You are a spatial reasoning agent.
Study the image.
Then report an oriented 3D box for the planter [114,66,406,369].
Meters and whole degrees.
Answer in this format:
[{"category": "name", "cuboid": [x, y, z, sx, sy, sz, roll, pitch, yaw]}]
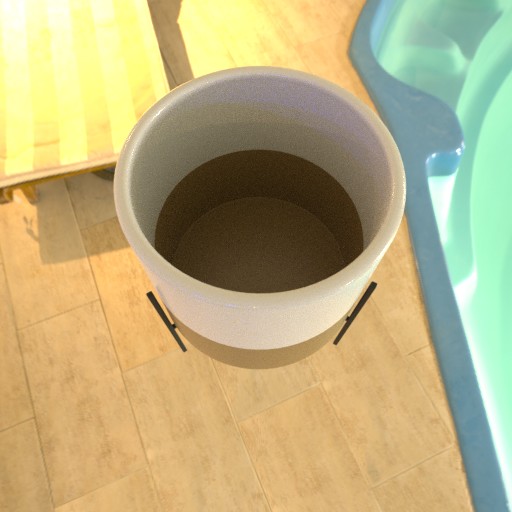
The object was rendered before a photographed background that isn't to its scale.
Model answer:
[{"category": "planter", "cuboid": [0.000, 0.000, 0.650, 0.310, 0.432, 0.310, -16, 66, -7]}]
